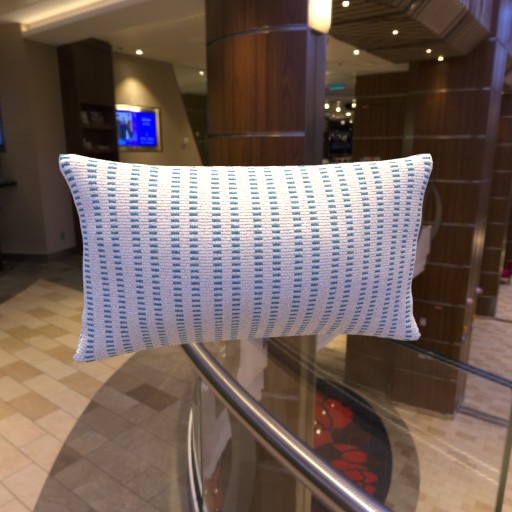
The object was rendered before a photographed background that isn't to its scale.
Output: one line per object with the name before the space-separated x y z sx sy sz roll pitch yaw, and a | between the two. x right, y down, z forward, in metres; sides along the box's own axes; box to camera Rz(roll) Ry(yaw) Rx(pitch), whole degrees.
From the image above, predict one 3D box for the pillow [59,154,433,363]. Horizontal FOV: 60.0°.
pillow | 0.000 0.000 0.786 0.640 0.353 0.210 -2 14 -9
